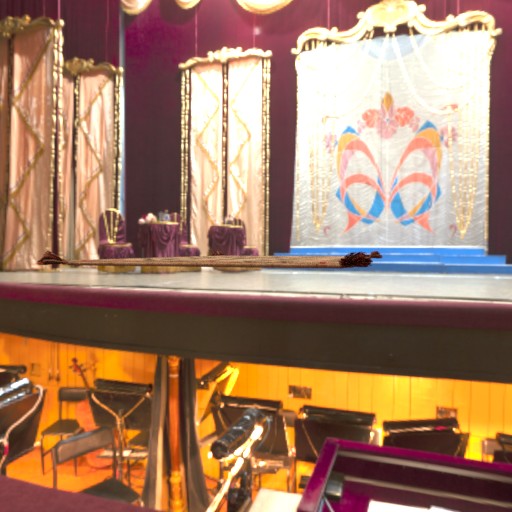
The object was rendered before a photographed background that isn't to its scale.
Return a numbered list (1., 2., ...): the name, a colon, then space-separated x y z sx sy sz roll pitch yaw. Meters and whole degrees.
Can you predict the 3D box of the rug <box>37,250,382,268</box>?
1. rug: 0.000 0.000 2.676 1.444 0.067 2.069 0 1 17
